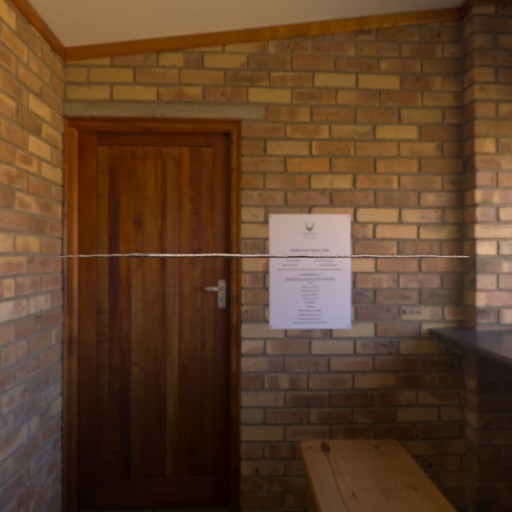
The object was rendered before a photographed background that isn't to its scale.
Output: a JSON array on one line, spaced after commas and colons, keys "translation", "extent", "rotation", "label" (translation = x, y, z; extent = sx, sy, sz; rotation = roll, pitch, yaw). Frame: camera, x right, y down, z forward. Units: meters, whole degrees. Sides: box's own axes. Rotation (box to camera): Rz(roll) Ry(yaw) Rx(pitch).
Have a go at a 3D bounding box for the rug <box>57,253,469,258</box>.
[{"translation": [0.000, 0.000, 3.345], "extent": [2.455, 0.025, 1.964], "rotation": [0, 0, -34], "label": "rug"}]
